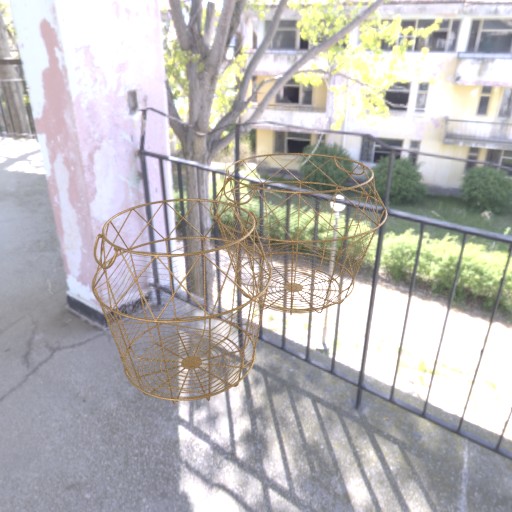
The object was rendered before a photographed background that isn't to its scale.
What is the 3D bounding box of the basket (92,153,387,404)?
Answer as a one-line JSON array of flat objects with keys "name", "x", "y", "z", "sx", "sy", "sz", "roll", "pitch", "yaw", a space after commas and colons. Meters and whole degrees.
[{"name": "basket", "x": 0.000, "y": 0.000, "z": 1.055, "sx": 0.451, "sy": 0.343, "sz": 0.805, "roll": 18, "pitch": 31, "yaw": 33}]
